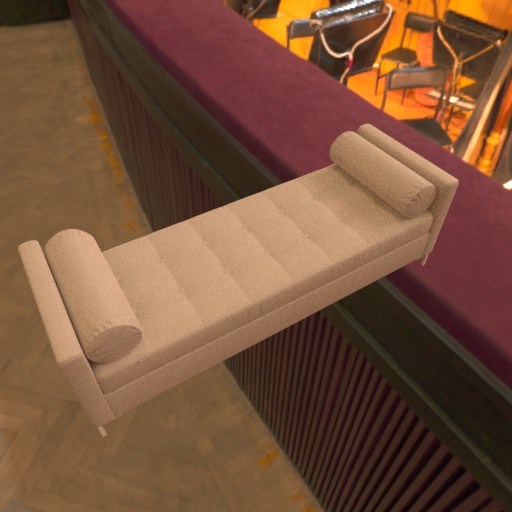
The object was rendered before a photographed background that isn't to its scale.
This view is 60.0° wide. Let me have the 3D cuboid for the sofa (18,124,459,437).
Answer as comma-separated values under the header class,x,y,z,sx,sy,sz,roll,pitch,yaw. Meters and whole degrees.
class,x,y,z,sx,sy,sz,roll,pitch,yaw
sofa,0.000,0.000,2.259,1.981,0.635,0.686,-24,50,-22
